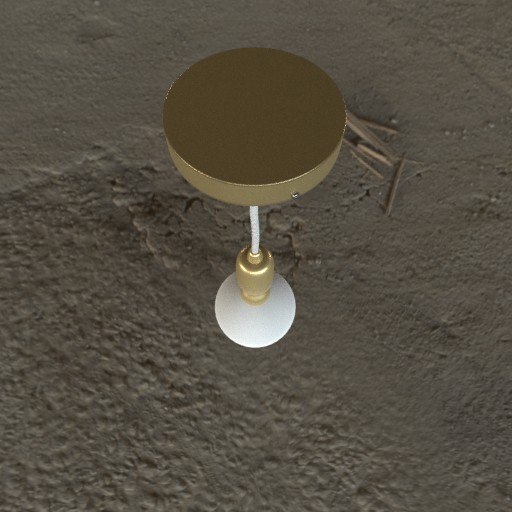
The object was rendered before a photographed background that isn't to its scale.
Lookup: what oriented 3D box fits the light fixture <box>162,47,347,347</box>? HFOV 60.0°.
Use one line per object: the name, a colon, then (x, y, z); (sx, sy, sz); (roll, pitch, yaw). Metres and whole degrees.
light fixture: (0.000, 0.000, 0.573); (0.146, 0.510, 0.147); (-30, 67, -14)
